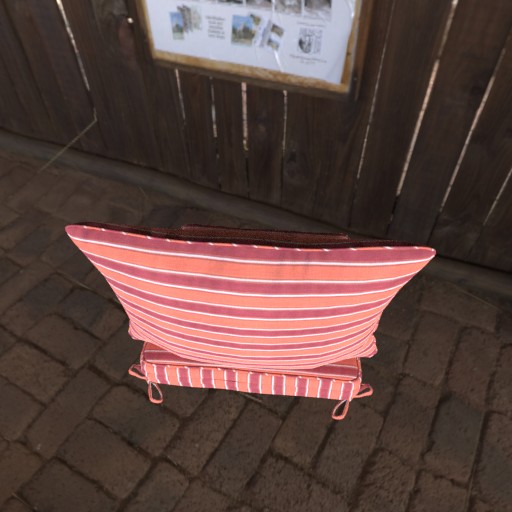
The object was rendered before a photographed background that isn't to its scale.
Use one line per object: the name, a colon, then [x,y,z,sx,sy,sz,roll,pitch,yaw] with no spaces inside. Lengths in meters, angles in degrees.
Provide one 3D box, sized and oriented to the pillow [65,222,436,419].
pillow: [0.000,0.000,1.381,0.799,0.723,0.733,4,47,4]
